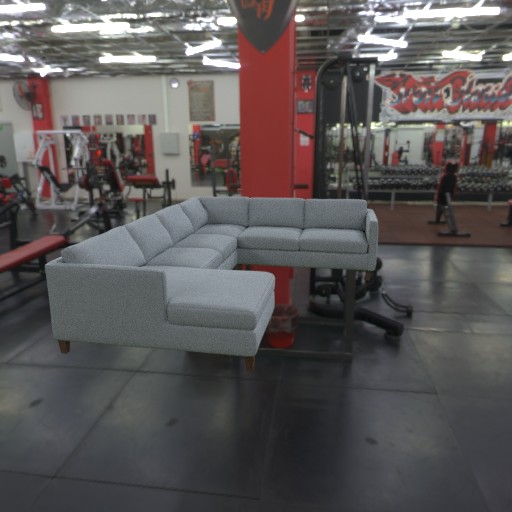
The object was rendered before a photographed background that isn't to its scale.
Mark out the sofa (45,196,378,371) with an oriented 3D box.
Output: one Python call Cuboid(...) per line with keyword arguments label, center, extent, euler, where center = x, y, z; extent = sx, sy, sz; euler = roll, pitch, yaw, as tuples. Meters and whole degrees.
Cuboid(label="sofa", center=(0.000, 0.000, 4.542), extent=(2.551, 0.853, 3.238), euler=(3, 15, 10))
